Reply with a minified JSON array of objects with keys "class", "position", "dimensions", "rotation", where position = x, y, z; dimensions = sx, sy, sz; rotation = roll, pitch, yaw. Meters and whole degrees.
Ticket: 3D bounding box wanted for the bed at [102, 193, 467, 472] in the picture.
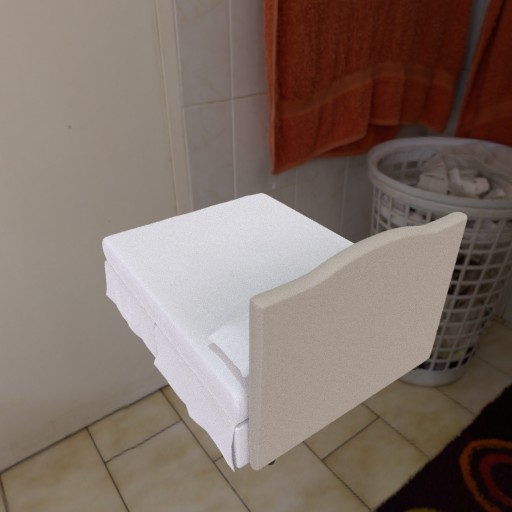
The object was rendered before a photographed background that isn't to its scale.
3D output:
[{"class":"bed","position":[0.000,0.000,3.692],"dimensions":[1.977,1.437,2.477],"rotation":[-20,37,-29]}]
